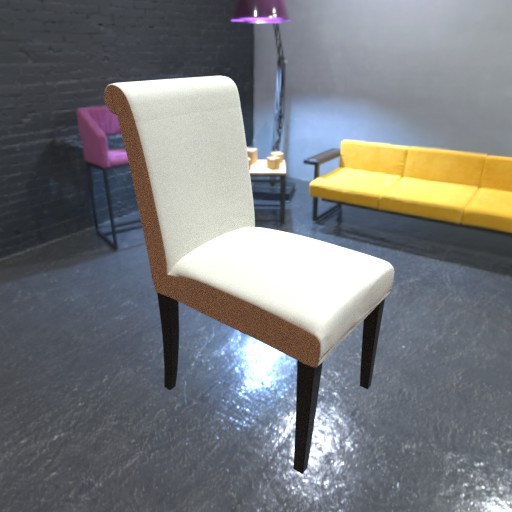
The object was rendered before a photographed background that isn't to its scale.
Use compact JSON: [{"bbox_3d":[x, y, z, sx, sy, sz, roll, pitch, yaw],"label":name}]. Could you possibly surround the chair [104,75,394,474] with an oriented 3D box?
[{"bbox_3d":[0.000,0.000,1.344,0.708,0.976,0.452,18,31,33],"label":"chair"}]
